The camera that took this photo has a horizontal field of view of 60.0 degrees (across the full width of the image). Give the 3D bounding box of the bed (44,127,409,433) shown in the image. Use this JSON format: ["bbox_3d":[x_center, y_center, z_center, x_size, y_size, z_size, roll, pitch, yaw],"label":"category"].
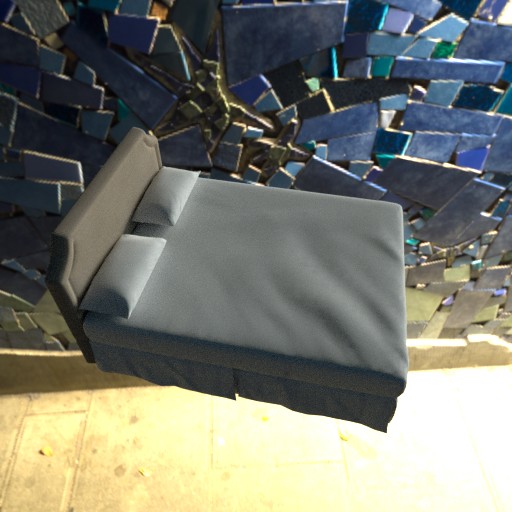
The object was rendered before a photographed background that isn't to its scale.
[{"bbox_3d":[0.000,0.000,3.646,2.498,1.293,1.977,9,47,8],"label":"bed"}]
